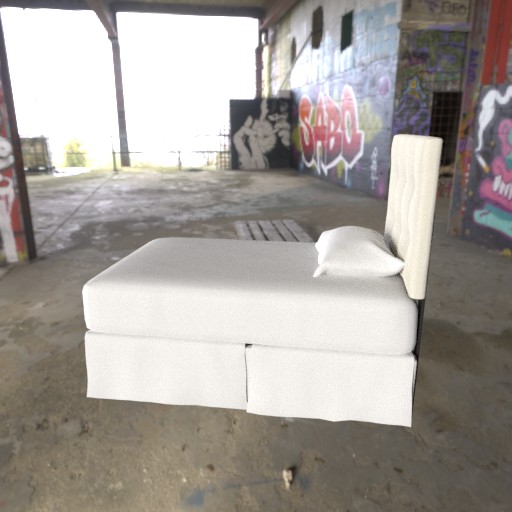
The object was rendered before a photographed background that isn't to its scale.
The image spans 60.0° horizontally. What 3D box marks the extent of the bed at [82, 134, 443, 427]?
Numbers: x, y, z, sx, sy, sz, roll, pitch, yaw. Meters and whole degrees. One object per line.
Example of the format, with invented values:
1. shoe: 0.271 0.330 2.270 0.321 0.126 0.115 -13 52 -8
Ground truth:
1. bed: 0.000 0.000 2.976 1.997 1.571 1.261 3 16 9
